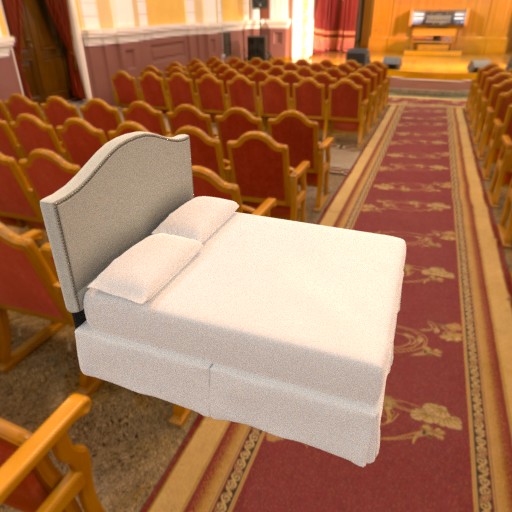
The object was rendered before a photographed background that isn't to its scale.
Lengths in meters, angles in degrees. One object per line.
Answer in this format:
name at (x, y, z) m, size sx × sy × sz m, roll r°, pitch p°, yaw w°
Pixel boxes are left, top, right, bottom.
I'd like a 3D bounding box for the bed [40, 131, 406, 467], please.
bed at (0.000, 0.000, 3.307) m, size 2.180 × 1.607 × 1.813 m, roll 10°, pitch 31°, yaw 18°
